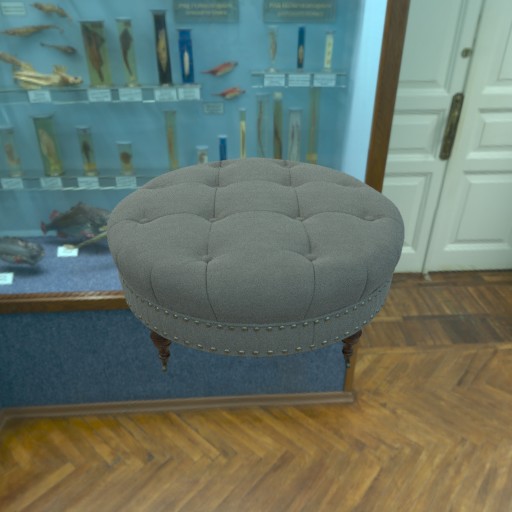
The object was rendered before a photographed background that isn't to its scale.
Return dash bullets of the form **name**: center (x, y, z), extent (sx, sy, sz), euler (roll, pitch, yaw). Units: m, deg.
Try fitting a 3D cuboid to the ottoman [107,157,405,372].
- **ottoman**: center (0.000, 0.000, 1.432), extent (0.901, 0.439, 0.901), euler (0, 30, 0)
